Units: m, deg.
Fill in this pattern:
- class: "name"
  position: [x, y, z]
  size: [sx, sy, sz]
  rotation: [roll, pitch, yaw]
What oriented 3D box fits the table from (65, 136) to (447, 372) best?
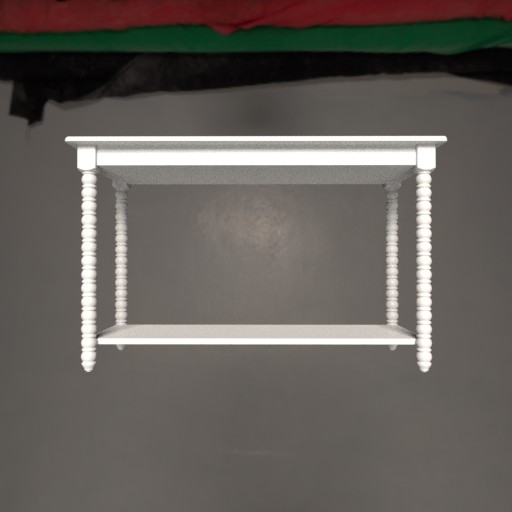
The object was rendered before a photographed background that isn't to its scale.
- class: "table"
  position: [0.000, 0.000, 1.589]
  size: [1.184, 0.740, 0.459]
  rotation: [0, 0, 0]
